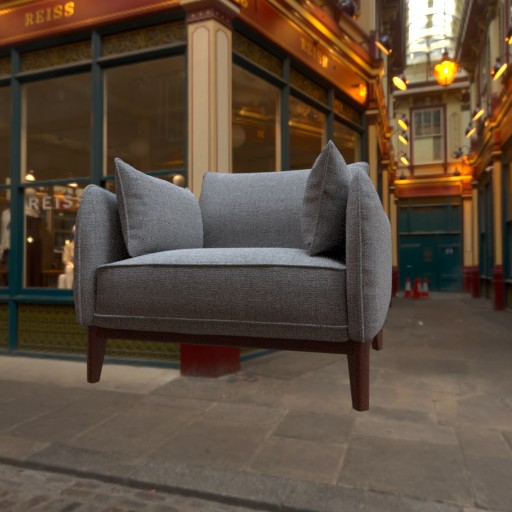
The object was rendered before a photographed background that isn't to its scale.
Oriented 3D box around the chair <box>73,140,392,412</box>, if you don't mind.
[{"bbox_3d":[0.000,0.000,1.712,0.993,0.839,0.976,0,-1,18],"label":"chair"}]
